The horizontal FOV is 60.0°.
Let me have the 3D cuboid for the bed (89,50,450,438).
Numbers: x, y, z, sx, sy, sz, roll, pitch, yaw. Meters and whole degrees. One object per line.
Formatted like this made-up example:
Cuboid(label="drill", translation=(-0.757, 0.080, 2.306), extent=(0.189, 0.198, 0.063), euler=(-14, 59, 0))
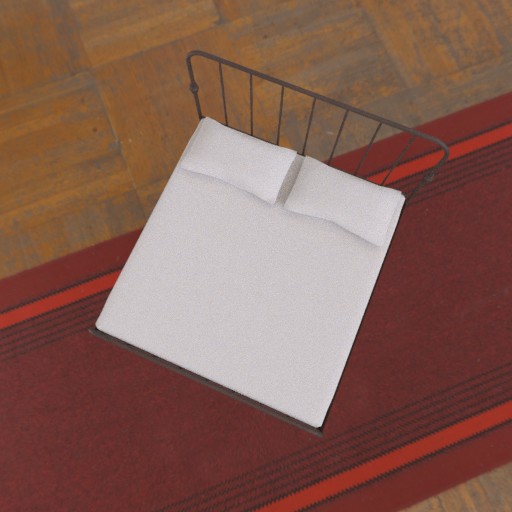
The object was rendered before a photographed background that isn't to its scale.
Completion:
Cuboid(label="bed", translation=(0.000, 0.000, 3.464), extent=(2.044, 1.446, 2.134), euler=(23, 77, 6))
